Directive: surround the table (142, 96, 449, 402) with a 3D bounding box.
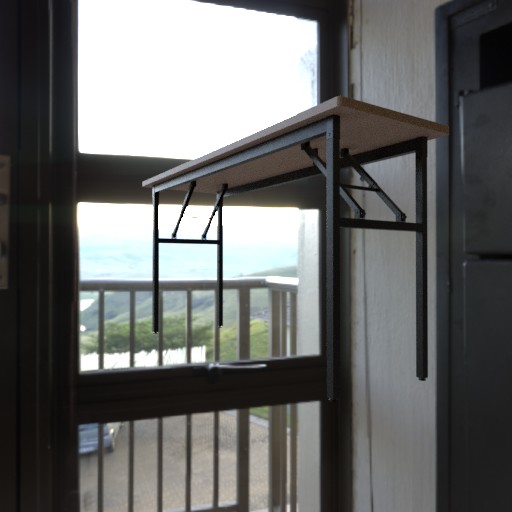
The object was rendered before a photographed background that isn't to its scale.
[{"bbox_3d":[0.000,0.000,1.755,0.447,0.750,1.397,0,-1,-33],"label":"table"}]
